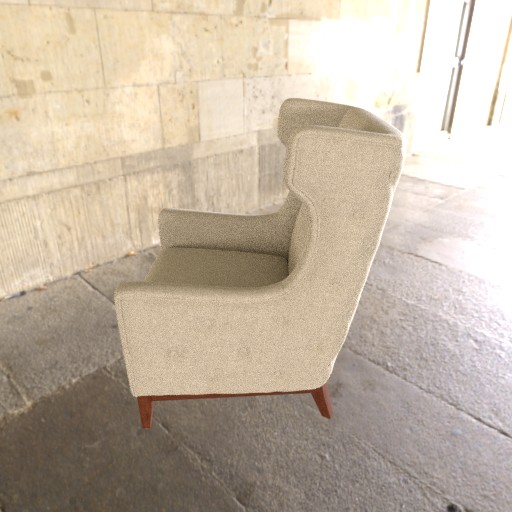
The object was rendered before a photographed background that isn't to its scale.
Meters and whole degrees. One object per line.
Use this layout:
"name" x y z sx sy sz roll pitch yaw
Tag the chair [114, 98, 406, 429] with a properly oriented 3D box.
"chair" 0.000 0.000 1.699 0.899 1.079 0.778 0 26 1
